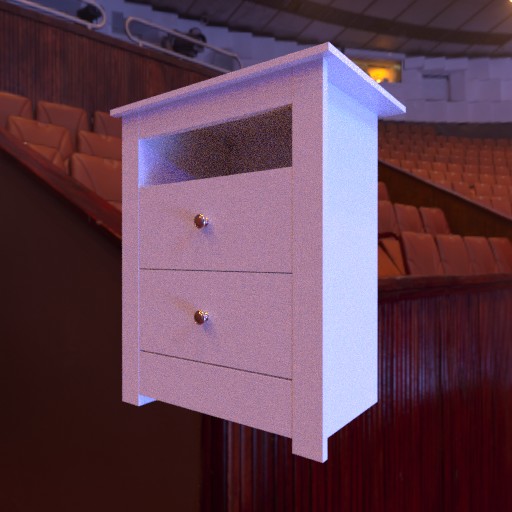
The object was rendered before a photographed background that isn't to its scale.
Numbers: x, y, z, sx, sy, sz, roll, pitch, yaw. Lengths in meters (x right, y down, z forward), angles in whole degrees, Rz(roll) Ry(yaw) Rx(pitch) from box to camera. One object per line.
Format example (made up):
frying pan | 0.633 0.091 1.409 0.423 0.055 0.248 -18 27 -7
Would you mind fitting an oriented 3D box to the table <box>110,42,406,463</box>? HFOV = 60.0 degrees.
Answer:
table | 0.000 0.000 1.070 0.589 0.711 0.406 0 0 36
